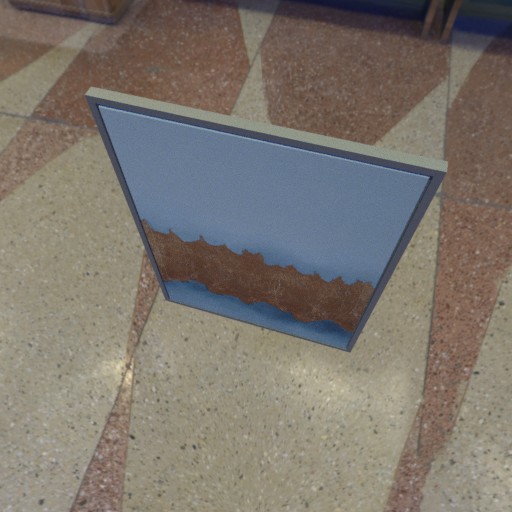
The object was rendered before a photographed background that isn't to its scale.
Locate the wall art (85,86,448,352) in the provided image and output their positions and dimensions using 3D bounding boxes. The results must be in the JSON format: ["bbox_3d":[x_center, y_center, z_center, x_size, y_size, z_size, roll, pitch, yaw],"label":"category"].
[{"bbox_3d":[0.000,0.000,1.378,0.789,1.042,0.034,14,60,9],"label":"wall art"}]
